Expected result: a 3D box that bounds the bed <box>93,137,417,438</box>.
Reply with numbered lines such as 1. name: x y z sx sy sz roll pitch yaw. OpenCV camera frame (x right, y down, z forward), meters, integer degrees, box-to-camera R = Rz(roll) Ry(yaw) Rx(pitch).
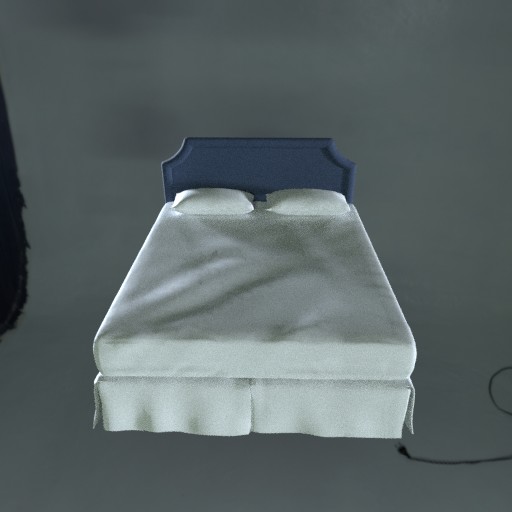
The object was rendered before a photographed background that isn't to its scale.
1. bed: 0.000 0.000 4.056 2.350 1.488 2.773 1 29 1
